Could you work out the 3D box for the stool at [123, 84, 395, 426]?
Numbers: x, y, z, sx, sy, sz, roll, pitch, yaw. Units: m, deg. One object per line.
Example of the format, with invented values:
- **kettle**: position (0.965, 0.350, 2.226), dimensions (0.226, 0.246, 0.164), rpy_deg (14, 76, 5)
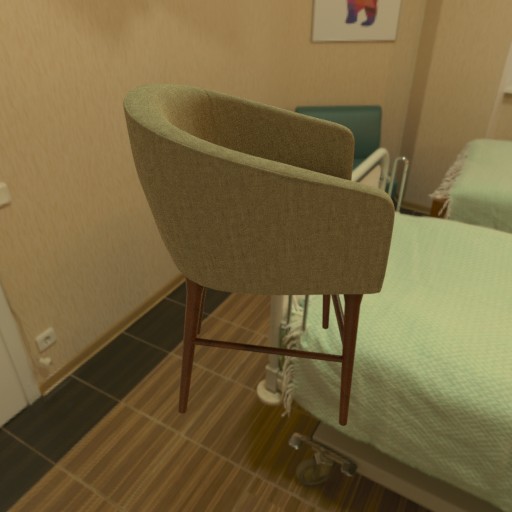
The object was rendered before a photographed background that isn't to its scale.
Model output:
- **stool**: position (0.000, 0.000, 1.340), dimensions (0.635, 0.952, 0.559), rpy_deg (0, 32, 1)
